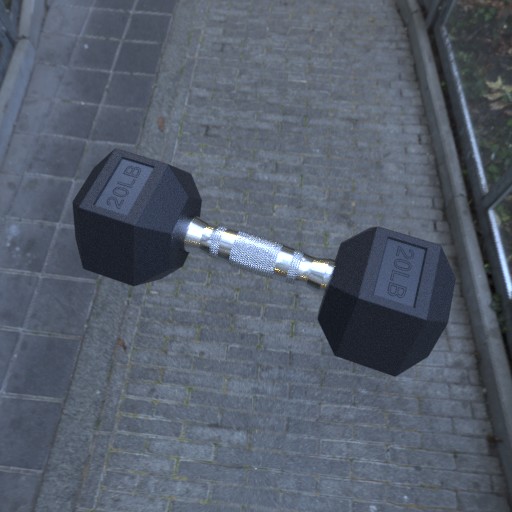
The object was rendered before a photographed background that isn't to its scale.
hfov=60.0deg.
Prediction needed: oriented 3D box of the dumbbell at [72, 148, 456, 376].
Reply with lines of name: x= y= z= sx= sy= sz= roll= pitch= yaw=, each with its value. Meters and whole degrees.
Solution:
dumbbell: x=0.000 y=0.000 z=0.334 sx=0.272 sy=0.092 sz=0.106 roll=18 pitch=66 yaw=8
